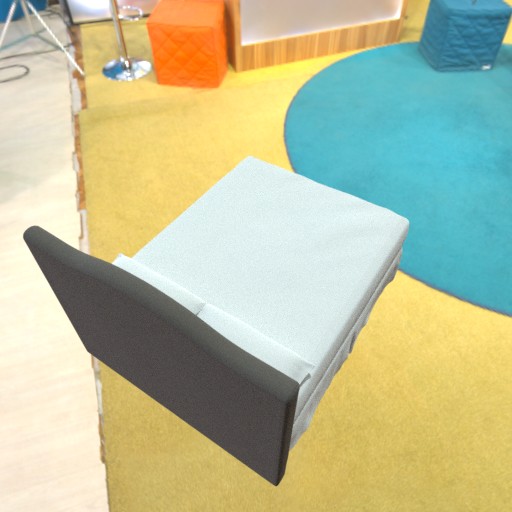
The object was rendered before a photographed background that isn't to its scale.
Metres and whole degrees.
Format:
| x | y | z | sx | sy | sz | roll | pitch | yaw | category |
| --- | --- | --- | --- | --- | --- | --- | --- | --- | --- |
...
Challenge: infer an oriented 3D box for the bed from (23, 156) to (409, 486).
| x | y | z | sx | sy | sz | roll | pitch | yaw | category |
| --- | --- | --- | --- | --- | --- | --- | --- | --- | --- |
| 0.000 | 0.000 | 3.043 | 1.666 | 1.387 | 2.036 | 27 | 54 | 22 | bed |
